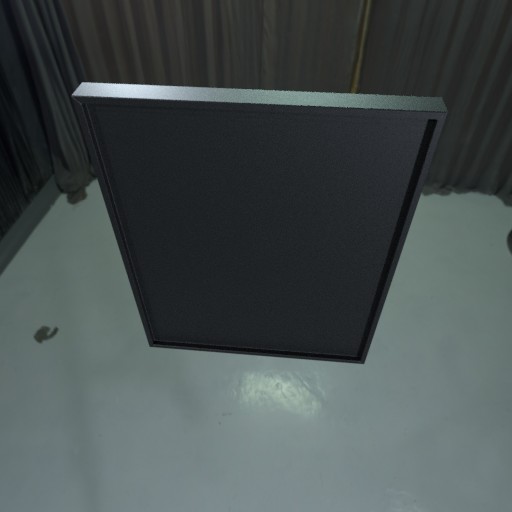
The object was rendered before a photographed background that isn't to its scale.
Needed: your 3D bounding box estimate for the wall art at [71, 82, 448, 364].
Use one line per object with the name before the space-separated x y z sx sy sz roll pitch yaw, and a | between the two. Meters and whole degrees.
wall art | 0.000 0.000 0.737 0.449 0.555 0.039 4 46 4
